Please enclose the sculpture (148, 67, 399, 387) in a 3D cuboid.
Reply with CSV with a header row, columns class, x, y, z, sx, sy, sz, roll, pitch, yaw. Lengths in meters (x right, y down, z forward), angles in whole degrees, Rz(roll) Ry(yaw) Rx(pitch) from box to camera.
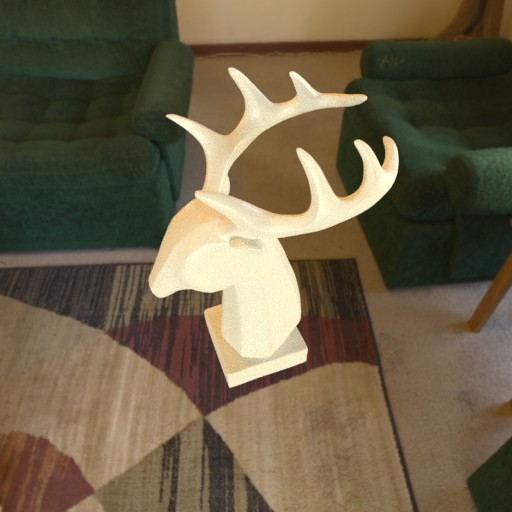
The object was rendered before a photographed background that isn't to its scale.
class,x,y,z,sx,sy,sz,roll,pitch,yaw
sculpture,0.000,0.000,0.462,0.224,0.329,0.174,-15,48,-14
